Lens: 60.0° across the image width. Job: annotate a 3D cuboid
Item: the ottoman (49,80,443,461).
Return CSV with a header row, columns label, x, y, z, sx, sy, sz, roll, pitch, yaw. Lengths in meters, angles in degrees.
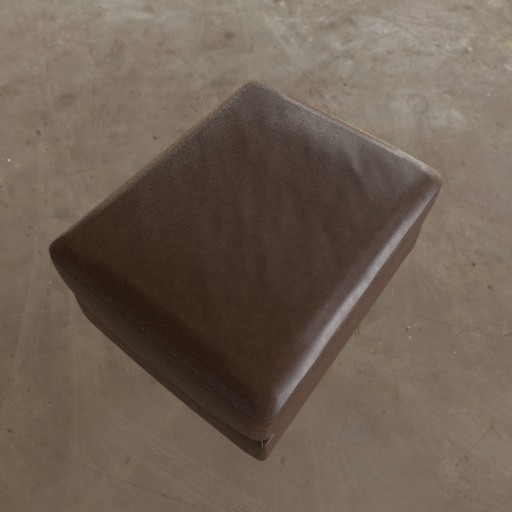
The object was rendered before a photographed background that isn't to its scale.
label,x,y,z,sx,sy,sz,roll,pitch,yaw
ottoman,0.000,0.000,1.131,0.603,0.476,0.751,33,64,19
